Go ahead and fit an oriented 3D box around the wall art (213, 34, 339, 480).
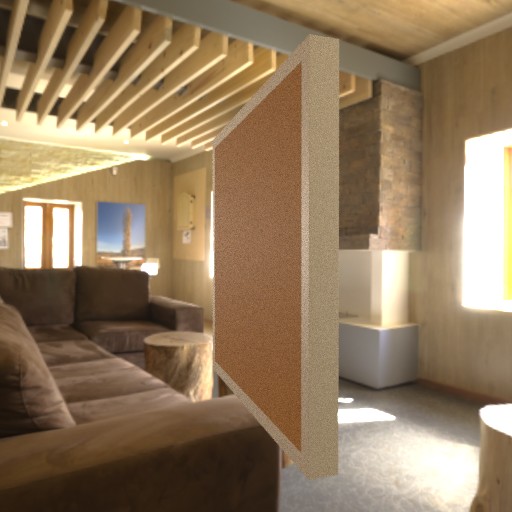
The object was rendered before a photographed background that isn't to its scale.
[{"bbox_3d":[0.000,0.000,0.752,0.038,0.508,0.507,0,1,-18],"label":"wall art"}]
